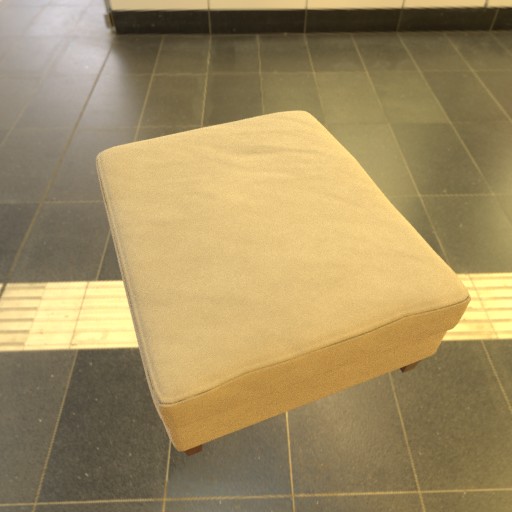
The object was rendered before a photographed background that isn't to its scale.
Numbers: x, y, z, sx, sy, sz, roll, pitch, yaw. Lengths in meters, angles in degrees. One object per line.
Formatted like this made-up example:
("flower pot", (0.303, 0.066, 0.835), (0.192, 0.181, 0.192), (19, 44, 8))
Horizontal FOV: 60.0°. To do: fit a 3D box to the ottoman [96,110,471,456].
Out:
("ottoman", (0.000, 0.000, 1.466), (0.836, 0.492, 1.002), (-16, 50, -14))
